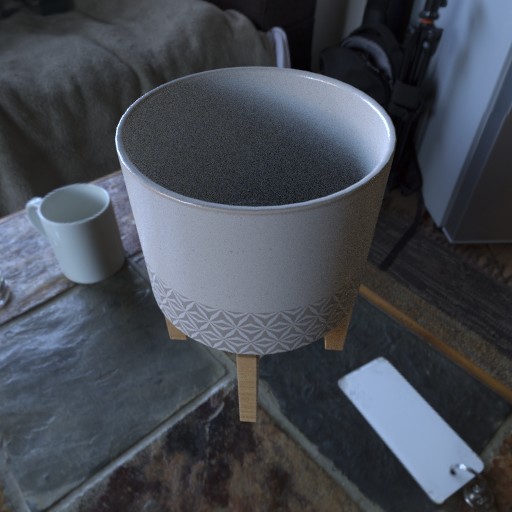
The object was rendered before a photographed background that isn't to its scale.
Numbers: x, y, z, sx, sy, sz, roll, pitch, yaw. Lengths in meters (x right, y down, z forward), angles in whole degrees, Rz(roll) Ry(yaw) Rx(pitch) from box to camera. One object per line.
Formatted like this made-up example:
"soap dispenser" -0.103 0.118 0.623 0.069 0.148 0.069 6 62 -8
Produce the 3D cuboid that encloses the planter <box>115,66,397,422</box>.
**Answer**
"planter" 0.000 0.000 0.522 0.249 0.343 0.249 0 45 0
